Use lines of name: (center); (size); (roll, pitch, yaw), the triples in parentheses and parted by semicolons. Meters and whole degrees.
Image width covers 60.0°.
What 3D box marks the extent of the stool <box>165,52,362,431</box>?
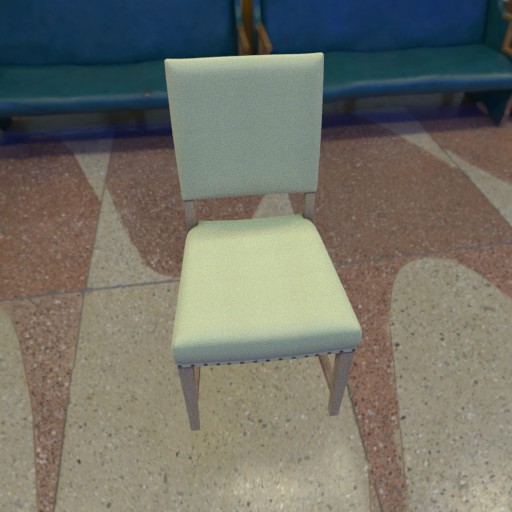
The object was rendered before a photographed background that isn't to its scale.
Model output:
stool: (0.000, 0.000, 1.353); (0.508, 0.986, 0.623); (-4, 45, -4)
